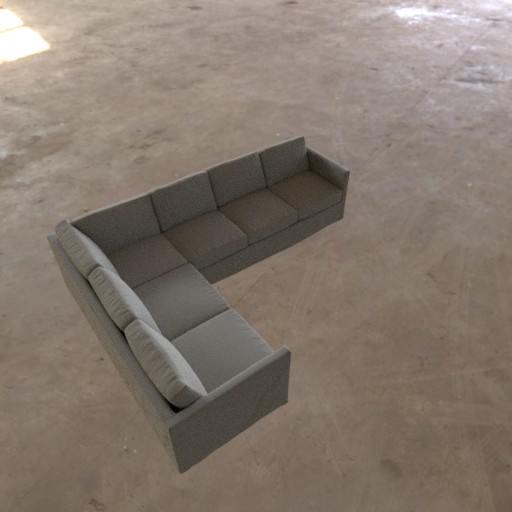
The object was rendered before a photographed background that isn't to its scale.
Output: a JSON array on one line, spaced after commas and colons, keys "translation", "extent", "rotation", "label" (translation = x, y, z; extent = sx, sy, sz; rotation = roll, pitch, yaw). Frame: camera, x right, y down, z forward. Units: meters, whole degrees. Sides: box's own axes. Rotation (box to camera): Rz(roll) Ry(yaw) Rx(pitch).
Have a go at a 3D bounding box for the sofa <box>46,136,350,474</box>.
[{"translation": [0.000, 0.000, 4.349], "extent": [3.182, 0.871, 2.432], "rotation": [-27, 48, -27], "label": "sofa"}]
